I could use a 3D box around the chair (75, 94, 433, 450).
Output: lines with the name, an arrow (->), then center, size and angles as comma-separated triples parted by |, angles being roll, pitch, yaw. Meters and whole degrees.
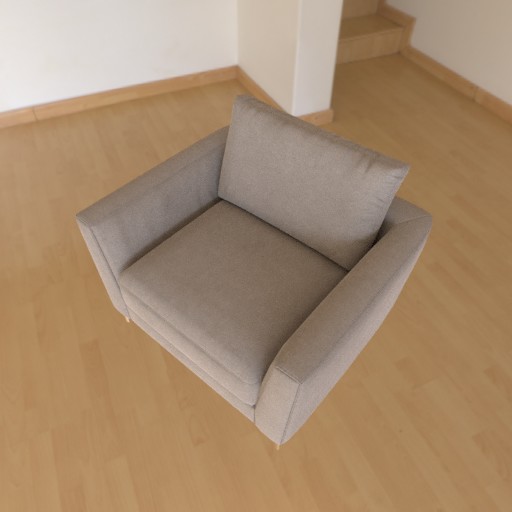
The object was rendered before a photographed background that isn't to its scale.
chair -> 0.000, 0.000, 1.743 | 1.041, 0.864, 0.889 | 32, 55, 26
